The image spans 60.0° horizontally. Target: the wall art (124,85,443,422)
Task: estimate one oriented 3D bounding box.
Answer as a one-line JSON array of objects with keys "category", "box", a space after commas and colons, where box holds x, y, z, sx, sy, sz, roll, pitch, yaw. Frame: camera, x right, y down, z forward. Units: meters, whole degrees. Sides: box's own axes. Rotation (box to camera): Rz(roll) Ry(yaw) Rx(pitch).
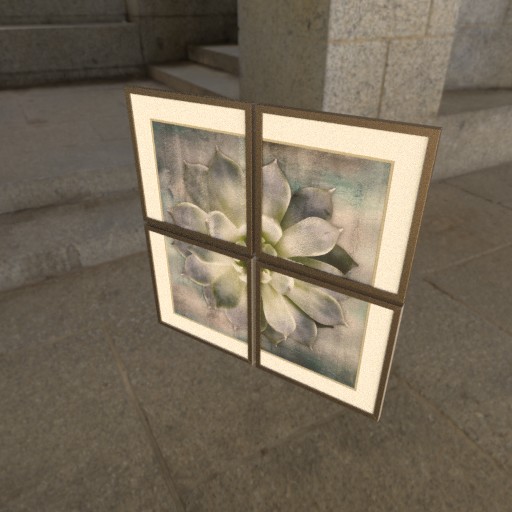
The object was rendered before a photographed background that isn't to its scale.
[{"category": "wall art", "box": [0.000, 0.000, 1.546, 1.032, 1.032, 0.030, 18, 35, 27]}]
